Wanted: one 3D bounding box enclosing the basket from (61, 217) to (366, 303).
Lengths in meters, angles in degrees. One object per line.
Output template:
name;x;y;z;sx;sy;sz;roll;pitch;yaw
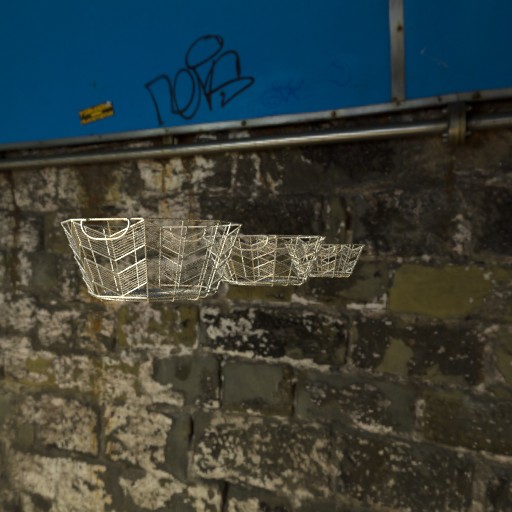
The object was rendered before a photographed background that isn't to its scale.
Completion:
basket;0.000;0.000;1.401;0.432;0.178;1.246;1;2;37
